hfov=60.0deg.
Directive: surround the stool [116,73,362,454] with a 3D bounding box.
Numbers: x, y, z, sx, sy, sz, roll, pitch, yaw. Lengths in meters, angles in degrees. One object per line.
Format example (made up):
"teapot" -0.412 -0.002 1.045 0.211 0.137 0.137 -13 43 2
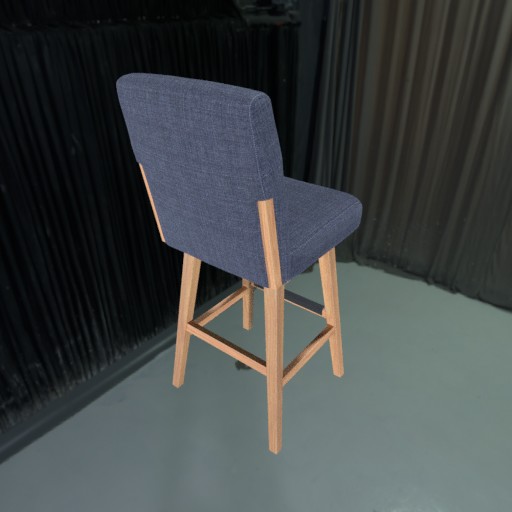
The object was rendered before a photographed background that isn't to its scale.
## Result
"stool" 0.000 0.000 1.398 0.483 1.112 0.570 22 37 32
